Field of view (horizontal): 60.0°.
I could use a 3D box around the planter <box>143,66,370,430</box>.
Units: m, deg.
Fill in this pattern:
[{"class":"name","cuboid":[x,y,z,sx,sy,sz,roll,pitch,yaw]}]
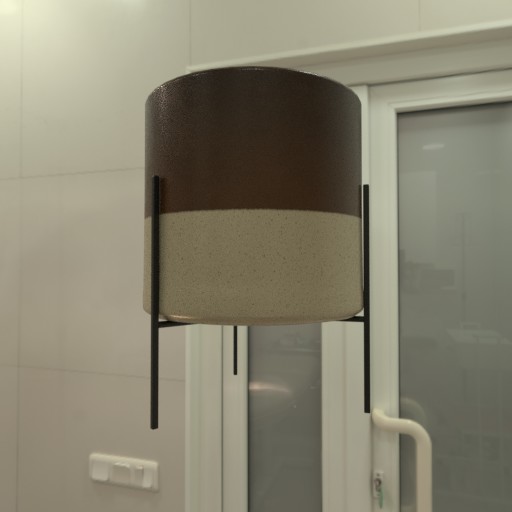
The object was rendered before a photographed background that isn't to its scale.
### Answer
[{"class":"planter","cuboid":[0.000,0.000,0.712,0.354,0.465,0.345,0,-1,18]}]
